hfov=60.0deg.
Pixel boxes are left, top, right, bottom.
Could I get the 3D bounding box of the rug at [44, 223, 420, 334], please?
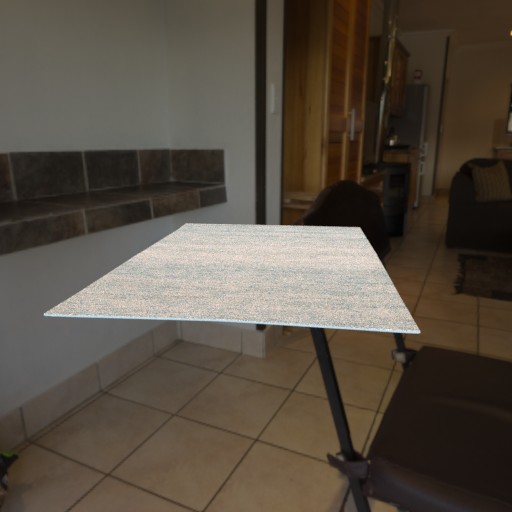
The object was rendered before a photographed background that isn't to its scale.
[{"bbox_3d":[0.000,0.000,2.969,1.613,0.030,2.306,2,14,7],"label":"rug"}]
